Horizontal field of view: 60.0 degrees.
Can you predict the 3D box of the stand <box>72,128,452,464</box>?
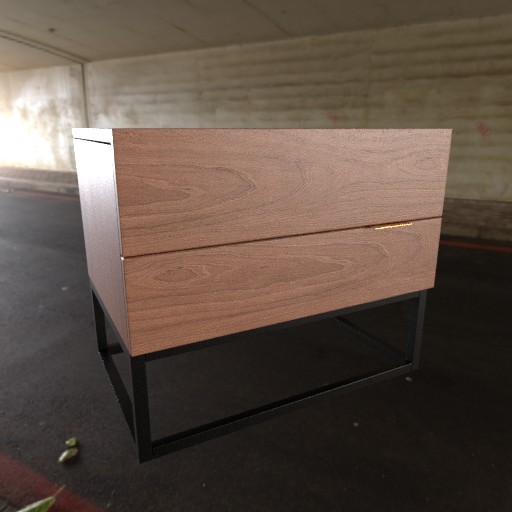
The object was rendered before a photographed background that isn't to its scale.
[{"bbox_3d":[0.000,0.000,0.903,0.600,0.500,0.420,-8,18,-27],"label":"stand"}]
